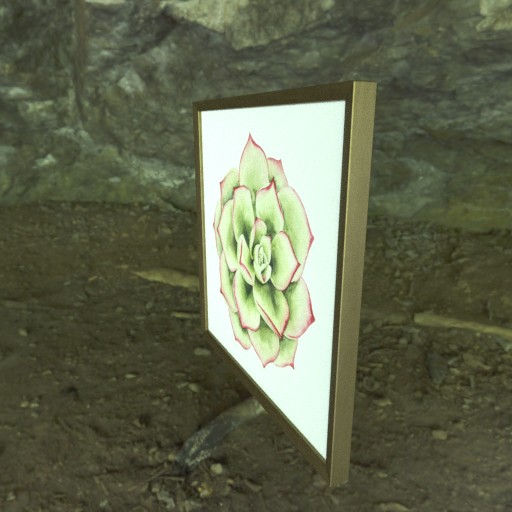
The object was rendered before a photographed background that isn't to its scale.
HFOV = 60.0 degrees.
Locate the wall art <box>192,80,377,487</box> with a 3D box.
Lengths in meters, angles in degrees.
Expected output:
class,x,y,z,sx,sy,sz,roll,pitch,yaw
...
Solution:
class,x,y,z,sx,sy,sz,roll,pitch,yaw
wall art,0.000,0.000,0.740,0.031,0.506,0.503,-8,18,-25
